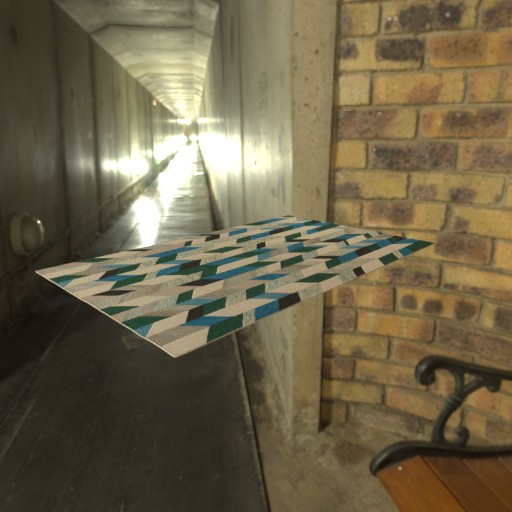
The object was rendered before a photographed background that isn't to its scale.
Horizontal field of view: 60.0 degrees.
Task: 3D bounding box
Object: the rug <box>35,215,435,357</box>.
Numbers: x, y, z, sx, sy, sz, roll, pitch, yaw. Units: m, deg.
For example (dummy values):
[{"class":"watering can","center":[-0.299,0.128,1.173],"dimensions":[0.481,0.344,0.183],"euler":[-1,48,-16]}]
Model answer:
[{"class":"rug","center":[0.000,0.000,3.107],"dimensions":[1.507,0.007,2.433],"euler":[16,23,42]}]
